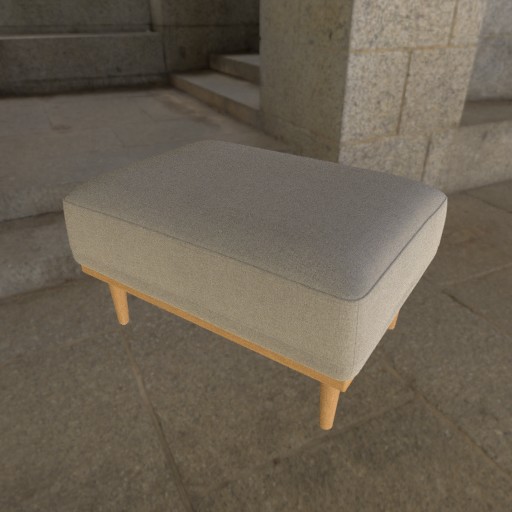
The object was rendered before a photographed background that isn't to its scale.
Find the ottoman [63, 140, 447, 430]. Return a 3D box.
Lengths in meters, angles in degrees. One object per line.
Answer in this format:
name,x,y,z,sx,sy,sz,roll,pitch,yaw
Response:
ottoman,0.000,0.000,1.097,0.749,0.428,0.549,19,35,29
